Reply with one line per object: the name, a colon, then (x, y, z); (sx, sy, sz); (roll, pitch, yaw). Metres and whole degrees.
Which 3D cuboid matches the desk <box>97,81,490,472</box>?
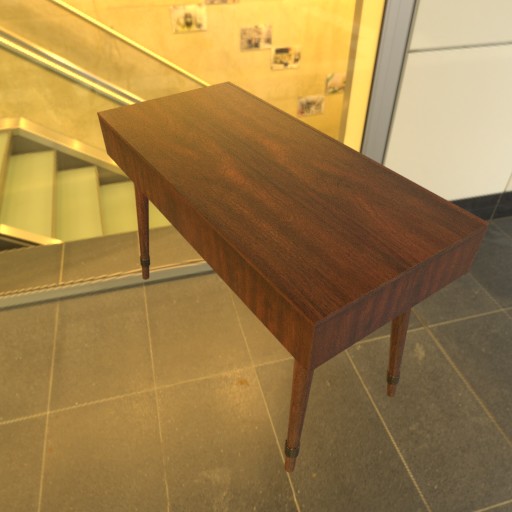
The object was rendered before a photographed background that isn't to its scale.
desk: (0.000, 0.000, 2.091); (0.734, 1.031, 1.577); (-24, 46, -26)
